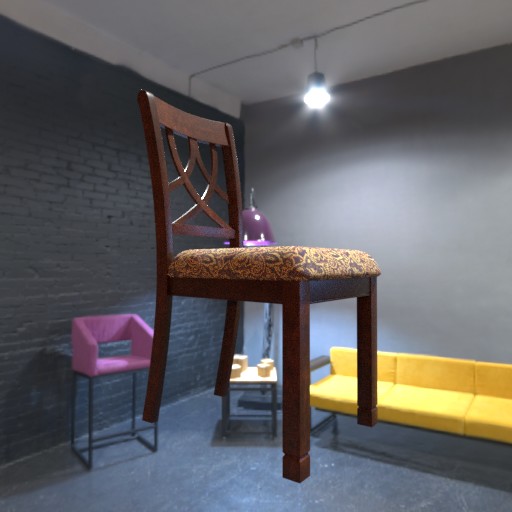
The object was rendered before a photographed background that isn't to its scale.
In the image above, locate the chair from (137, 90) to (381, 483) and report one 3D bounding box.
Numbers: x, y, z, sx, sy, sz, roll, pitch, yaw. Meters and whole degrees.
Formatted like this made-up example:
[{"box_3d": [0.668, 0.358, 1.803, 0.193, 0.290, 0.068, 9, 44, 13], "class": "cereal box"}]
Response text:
[{"box_3d": [0.000, 0.000, 1.276, 0.584, 0.965, 0.457, -1, -1, 36], "class": "chair"}]
